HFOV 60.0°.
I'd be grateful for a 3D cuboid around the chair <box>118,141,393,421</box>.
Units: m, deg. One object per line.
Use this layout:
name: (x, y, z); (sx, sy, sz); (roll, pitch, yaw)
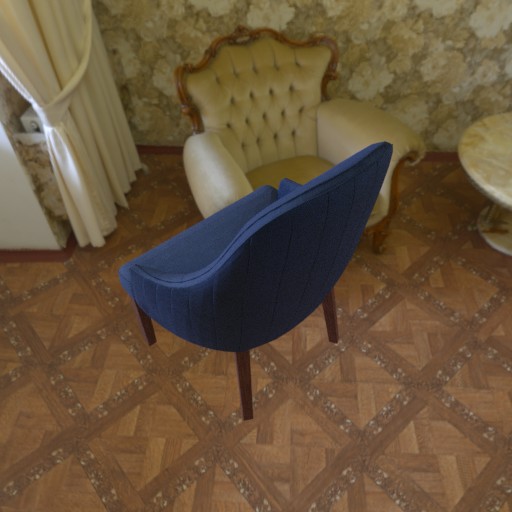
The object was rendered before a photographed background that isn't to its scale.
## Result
chair: (0.000, 0.000, 1.300); (0.643, 0.889, 0.575); (-33, 55, -28)
